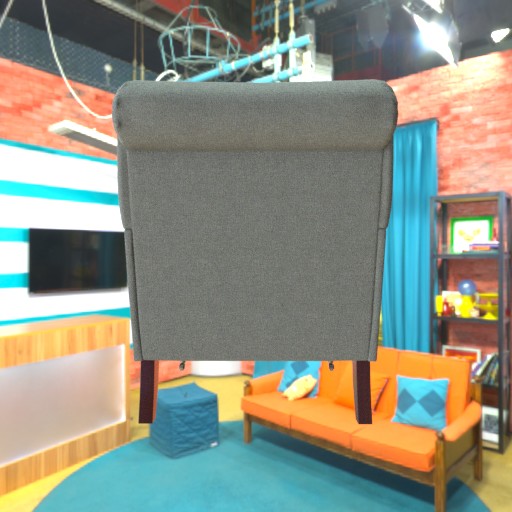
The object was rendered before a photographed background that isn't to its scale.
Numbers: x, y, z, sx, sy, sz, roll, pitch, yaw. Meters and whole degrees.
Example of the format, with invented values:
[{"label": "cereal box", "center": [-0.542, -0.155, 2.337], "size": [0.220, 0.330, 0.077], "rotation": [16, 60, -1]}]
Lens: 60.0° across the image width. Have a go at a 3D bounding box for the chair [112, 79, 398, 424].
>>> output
[{"label": "chair", "center": [0.000, 0.000, 1.918], "size": [0.964, 1.178, 1.060], "rotation": [0, 0, 0]}]
